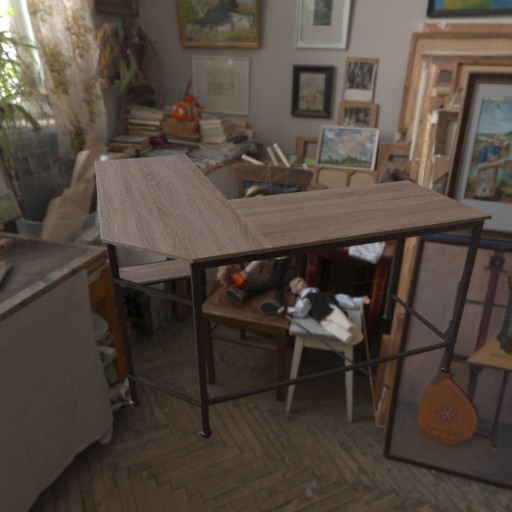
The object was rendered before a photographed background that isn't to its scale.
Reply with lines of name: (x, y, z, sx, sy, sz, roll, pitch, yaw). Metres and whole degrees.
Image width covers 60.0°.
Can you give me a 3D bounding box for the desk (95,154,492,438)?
desk: (0.000, 0.000, 2.191, 1.379, 0.739, 1.379, -9, 27, -17)
